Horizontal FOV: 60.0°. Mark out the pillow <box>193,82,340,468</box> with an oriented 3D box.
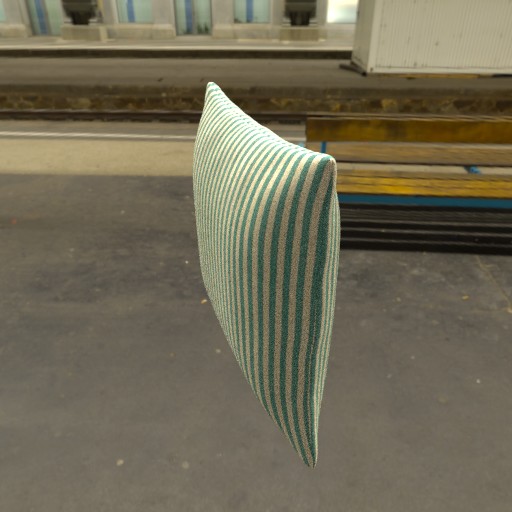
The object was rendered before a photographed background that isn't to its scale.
[{"bbox_3d":[0.000,0.000,0.790,0.166,0.510,0.523,-10,32,-17],"label":"pillow"}]
